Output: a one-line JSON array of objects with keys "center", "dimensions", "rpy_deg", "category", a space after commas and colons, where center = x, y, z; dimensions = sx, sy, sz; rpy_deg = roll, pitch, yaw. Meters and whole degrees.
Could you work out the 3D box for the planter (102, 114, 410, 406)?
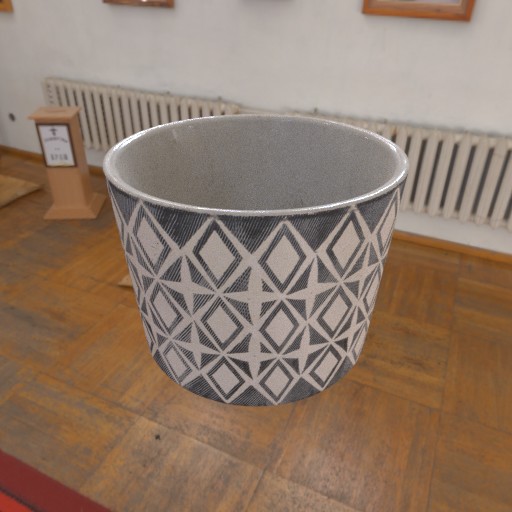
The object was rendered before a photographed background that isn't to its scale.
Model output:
[{"center": [0.000, 0.000, 0.448], "dimensions": [0.260, 0.220, 0.260], "rpy_deg": [0, 31, 0], "category": "planter"}]
